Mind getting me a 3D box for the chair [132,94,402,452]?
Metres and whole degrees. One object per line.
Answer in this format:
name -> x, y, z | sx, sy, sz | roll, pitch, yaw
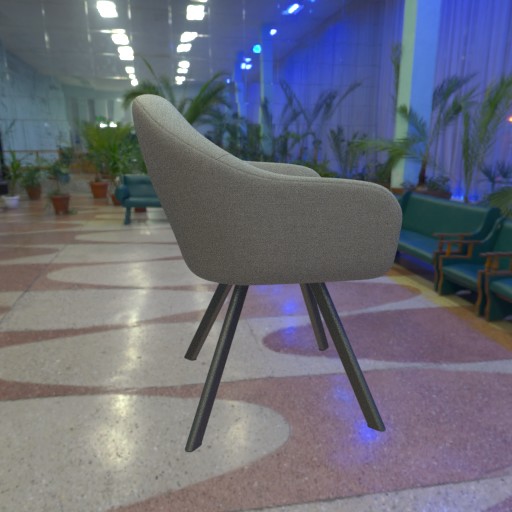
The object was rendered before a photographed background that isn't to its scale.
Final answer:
chair -> 0.000, 0.000, 1.148 | 0.570, 0.780, 0.540 | -2, 15, -9
